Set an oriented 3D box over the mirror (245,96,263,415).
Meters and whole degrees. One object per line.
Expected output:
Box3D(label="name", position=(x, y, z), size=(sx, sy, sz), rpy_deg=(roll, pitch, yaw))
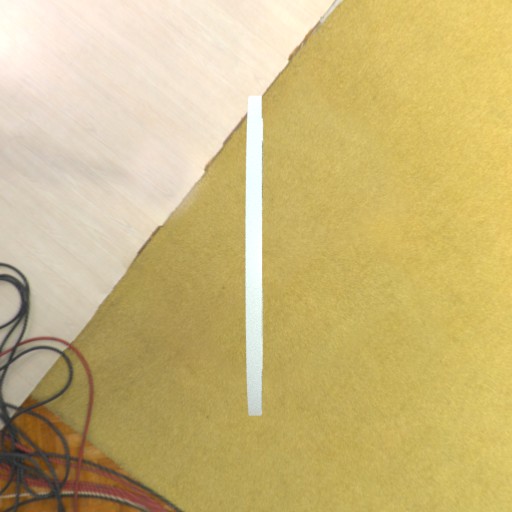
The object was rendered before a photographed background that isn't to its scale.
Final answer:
Box3D(label="mirror", position=(0.000, 0.000, 1.346), size=(0.038, 0.914, 0.914), rpy_deg=(0, 90, 0))
